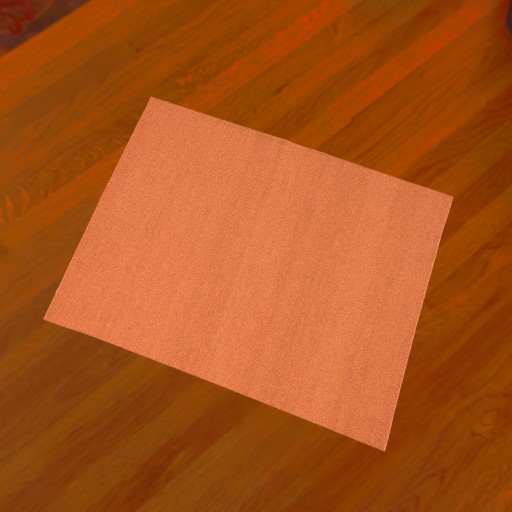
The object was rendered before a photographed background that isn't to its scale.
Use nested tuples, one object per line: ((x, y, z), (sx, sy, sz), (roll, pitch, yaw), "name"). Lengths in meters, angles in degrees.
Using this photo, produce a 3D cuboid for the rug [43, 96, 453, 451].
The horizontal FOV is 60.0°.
((0.000, 0.000, 4.131), (3.202, 0.045, 2.434), (20, 77, 5), "rug")
